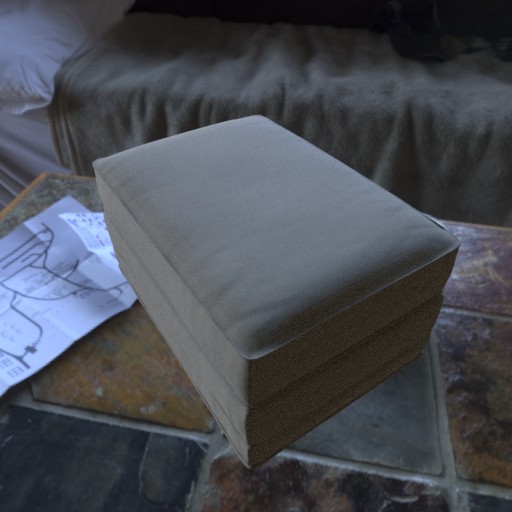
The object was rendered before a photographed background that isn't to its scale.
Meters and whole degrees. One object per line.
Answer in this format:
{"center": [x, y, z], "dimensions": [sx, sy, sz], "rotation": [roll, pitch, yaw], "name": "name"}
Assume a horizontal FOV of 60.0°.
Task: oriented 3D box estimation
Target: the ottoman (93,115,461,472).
{"center": [0.000, 0.000, 1.239], "dimensions": [0.611, 0.482, 0.848], "rotation": [-24, 47, -25], "name": "ottoman"}
